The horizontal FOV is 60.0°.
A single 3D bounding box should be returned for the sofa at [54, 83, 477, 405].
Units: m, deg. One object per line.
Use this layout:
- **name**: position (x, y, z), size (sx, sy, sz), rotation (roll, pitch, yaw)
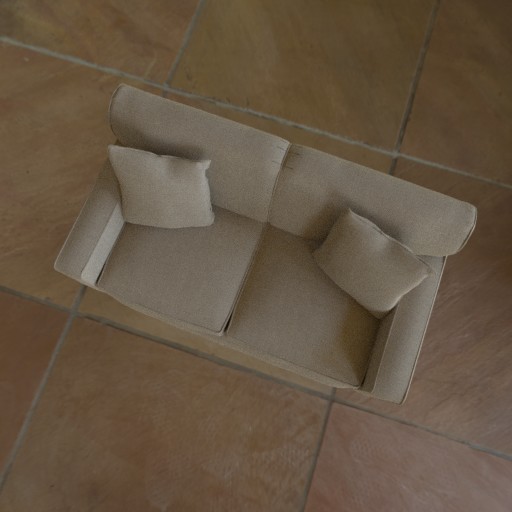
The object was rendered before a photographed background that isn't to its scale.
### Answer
- **sofa**: position (0.000, 0.000, 2.398), size (1.846, 0.958, 0.998), rotation (20, 77, 5)
